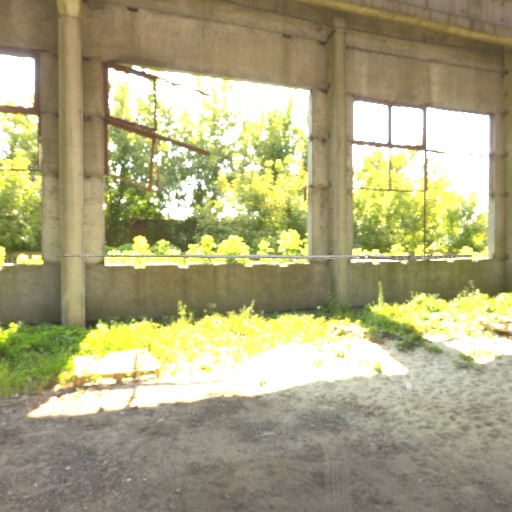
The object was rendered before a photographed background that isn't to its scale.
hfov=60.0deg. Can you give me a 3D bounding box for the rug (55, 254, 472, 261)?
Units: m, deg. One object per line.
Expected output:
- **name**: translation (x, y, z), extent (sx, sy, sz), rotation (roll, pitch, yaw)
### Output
- **rug**: translation (0.000, 0.000, 3.012), extent (2.431, 0.025, 1.530), rotation (0, 1, 36)
